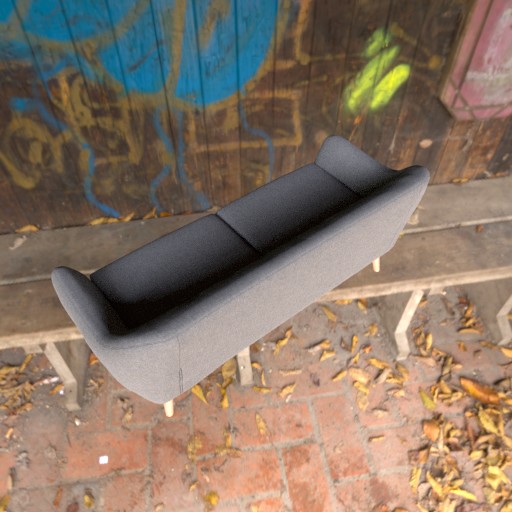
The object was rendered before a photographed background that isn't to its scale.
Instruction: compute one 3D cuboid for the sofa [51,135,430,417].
[{"bbox_3d":[0.000,0.000,2.316,1.840,0.820,0.820,-30,55,-24],"label":"sofa"}]
